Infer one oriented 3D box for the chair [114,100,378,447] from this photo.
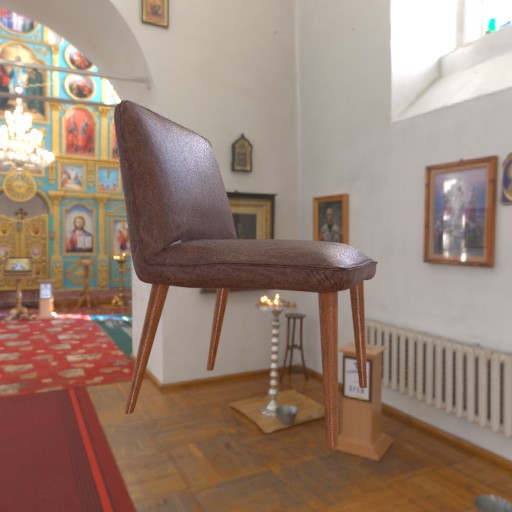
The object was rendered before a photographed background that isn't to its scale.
[{"bbox_3d":[0.000,0.000,1.235,0.645,0.803,0.543,0,1,17],"label":"chair"}]
